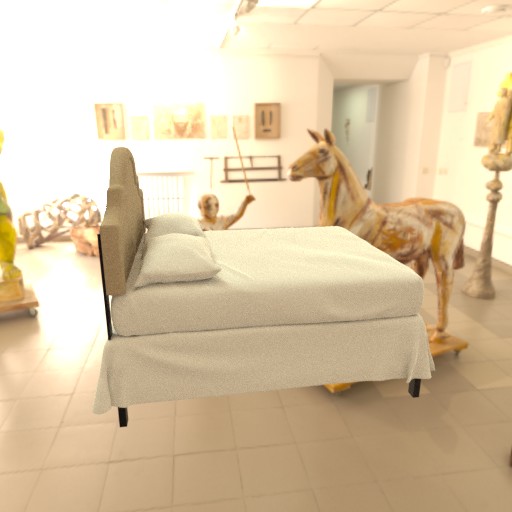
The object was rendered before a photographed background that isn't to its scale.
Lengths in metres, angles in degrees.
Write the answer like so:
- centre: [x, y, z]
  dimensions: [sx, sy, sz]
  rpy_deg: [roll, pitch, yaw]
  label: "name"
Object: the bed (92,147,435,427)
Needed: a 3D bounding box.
- centre: [0.000, 0.000, 3.388]
  dimensions: [2.222, 1.634, 1.780]
  rpy_deg: [-3, 17, -9]
  label: "bed"
